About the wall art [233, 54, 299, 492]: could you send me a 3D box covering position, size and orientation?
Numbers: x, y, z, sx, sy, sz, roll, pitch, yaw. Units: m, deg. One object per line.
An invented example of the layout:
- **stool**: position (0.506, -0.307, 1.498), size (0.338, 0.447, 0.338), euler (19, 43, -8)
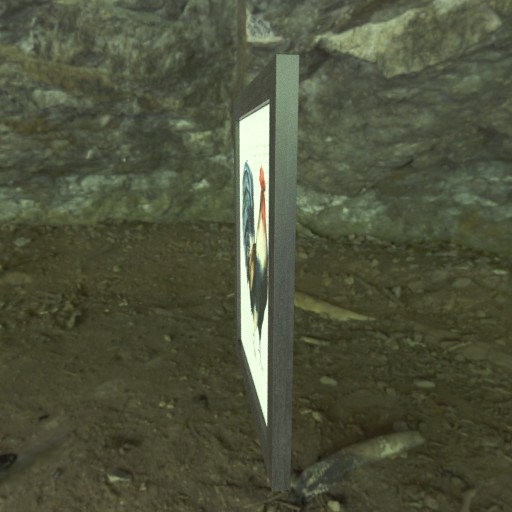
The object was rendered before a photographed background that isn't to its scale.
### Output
- **wall art**: position (0.000, 0.000, 0.799), size (0.027, 0.580, 0.479), euler (-2, 13, -8)
